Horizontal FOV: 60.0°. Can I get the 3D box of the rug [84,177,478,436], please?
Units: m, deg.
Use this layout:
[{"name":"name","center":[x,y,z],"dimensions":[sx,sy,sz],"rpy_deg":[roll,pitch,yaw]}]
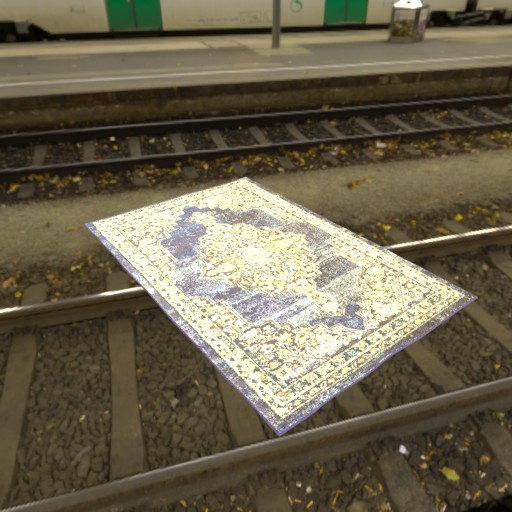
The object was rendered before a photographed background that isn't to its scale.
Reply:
[{"name":"rug","center":[0.000,0.000,2.302],"dimensions":[1.184,0.012,1.781],"rpy_deg":[-22,39,-31]}]
